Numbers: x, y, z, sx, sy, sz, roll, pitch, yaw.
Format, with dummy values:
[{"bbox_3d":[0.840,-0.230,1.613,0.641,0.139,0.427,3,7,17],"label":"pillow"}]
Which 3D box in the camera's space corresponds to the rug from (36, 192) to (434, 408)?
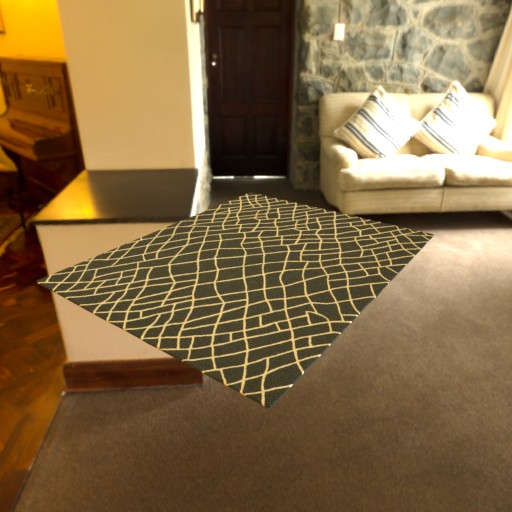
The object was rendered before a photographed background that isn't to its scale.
[{"bbox_3d":[0.000,0.000,4.226,2.439,0.022,3.047,18,31,32],"label":"rug"}]
